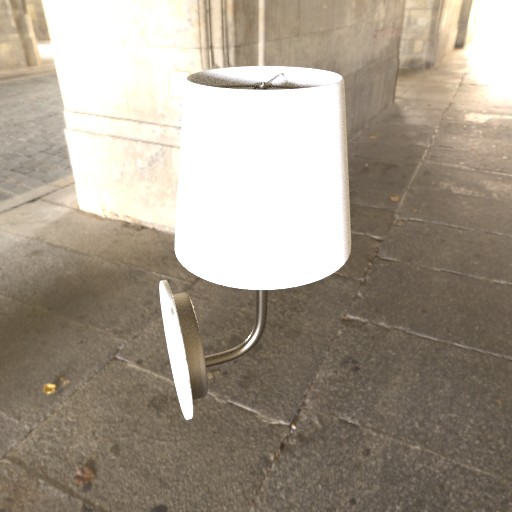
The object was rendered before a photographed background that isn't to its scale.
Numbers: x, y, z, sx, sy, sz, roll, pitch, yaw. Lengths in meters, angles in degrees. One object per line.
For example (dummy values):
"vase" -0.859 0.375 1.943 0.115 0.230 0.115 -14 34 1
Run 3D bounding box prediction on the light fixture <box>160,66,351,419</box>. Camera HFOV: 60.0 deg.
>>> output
"light fixture" 0.000 0.000 0.445 0.188 0.337 0.168 -10 32 -16
